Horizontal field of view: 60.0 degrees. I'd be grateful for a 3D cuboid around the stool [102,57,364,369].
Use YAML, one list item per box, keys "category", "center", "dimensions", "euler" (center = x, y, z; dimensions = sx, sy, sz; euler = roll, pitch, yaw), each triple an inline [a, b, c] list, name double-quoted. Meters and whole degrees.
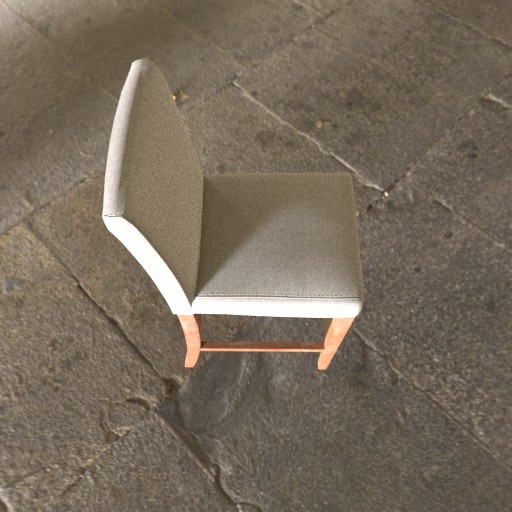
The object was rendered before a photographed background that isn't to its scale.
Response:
- category: "stool"
  center: [0.000, 0.000, 1.345]
  dimensions: [0.570, 1.088, 0.439]
  euler: [0, 62, 0]
